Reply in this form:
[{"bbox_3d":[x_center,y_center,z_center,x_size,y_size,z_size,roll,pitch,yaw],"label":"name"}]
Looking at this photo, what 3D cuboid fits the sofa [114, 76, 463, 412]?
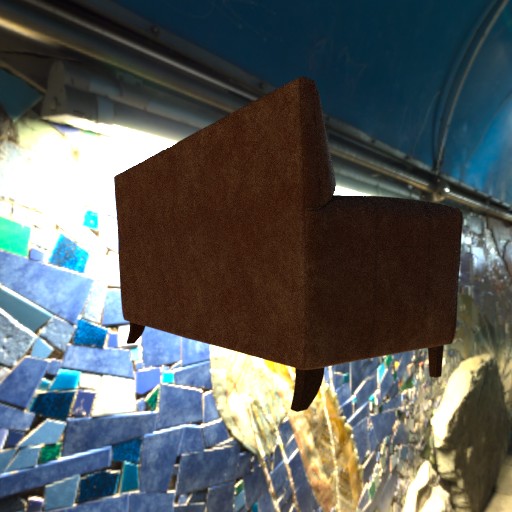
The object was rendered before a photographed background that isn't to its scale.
[{"bbox_3d":[0.000,0.000,1.925,0.787,0.871,1.473,1,-2,-35],"label":"sofa"}]
